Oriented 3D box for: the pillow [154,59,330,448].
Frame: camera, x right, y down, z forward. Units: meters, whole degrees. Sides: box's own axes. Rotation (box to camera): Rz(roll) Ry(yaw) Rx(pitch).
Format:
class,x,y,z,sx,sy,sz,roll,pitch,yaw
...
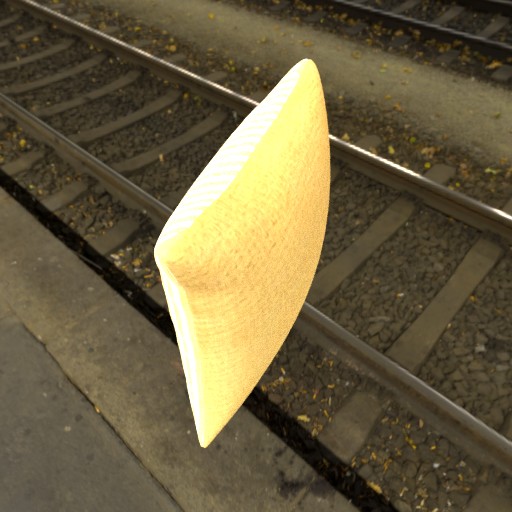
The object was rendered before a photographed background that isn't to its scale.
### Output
class,x,y,z,sx,sy,sz,roll,pitch,yaw
pillow,0.000,0.000,0.635,0.173,0.407,0.419,16,49,14
